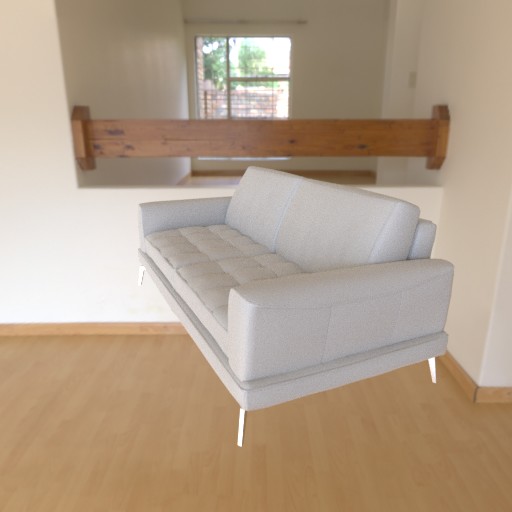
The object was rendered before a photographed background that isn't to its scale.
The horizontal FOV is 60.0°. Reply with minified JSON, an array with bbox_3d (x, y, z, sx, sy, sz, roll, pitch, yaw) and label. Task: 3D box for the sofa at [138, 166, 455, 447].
[{"bbox_3d":[0.000,0.000,2.751,1.121,0.930,2.177,-8,19,-24],"label":"sofa"}]
